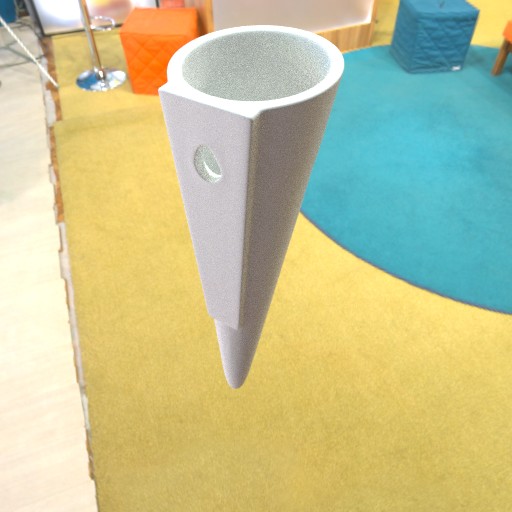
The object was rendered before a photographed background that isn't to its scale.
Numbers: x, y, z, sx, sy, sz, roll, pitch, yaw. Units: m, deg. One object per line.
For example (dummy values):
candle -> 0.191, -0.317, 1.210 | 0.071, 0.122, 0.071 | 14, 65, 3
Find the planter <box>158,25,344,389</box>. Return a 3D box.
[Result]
planter -> 0.000, 0.000, 0.219 | 0.057, 0.193, 0.064 | 24, 52, 20
